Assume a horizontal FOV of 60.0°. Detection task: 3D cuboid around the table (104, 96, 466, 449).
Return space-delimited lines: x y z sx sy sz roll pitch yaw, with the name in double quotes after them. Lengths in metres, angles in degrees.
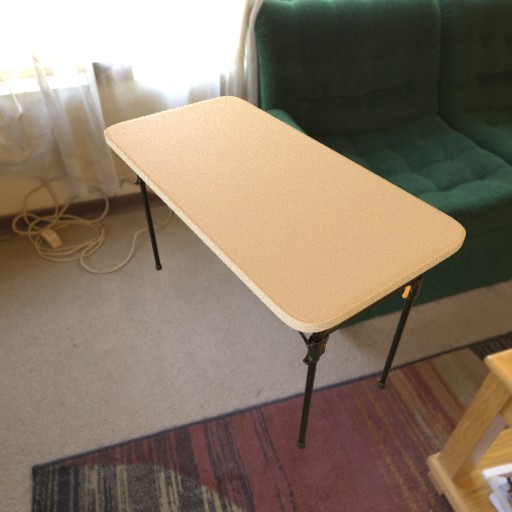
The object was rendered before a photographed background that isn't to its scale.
0.000 0.000 1.677 0.610 0.729 1.219 -25 47 -26 "table"
